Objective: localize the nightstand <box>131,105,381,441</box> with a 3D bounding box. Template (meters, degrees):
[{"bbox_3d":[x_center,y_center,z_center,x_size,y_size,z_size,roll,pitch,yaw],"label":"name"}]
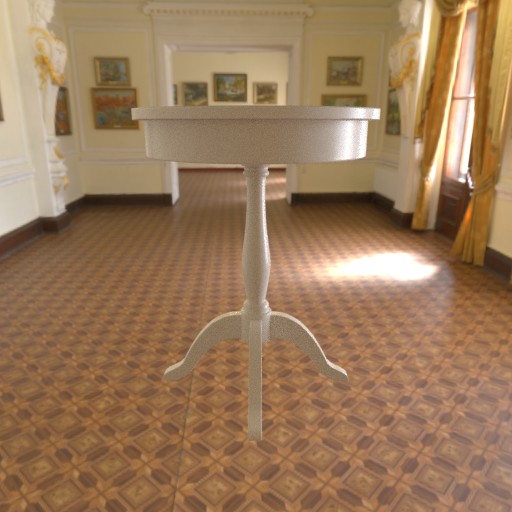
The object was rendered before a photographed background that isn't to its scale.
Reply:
[{"bbox_3d":[0.000,0.000,1.037,0.513,0.653,0.513,3,17,9],"label":"nightstand"}]
